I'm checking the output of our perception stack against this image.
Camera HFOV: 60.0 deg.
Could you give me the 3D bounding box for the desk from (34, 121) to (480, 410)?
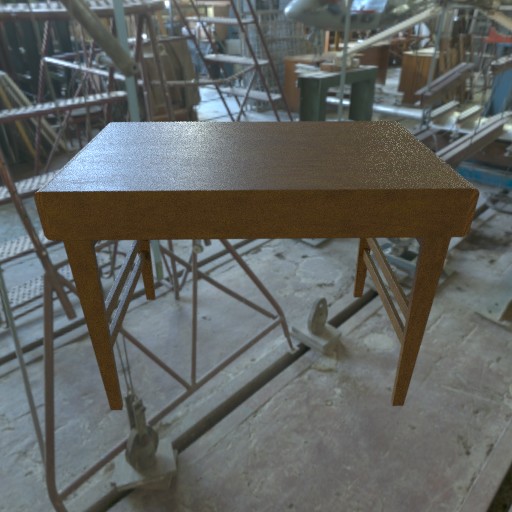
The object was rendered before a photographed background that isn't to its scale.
[{"bbox_3d":[0.000,0.000,1.529,1.066,0.754,0.660,-1,31,-1],"label":"desk"}]
